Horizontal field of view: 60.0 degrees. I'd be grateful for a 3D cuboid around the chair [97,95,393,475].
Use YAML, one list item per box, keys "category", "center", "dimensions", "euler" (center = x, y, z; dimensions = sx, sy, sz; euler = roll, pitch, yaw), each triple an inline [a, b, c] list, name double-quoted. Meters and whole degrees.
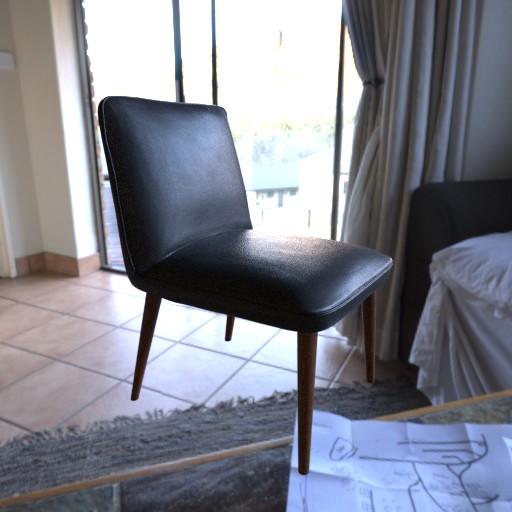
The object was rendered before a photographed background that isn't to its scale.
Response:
- category: "chair"
  center: [0.000, 0.000, 1.174]
  dimensions: [0.645, 0.801, 0.543]
  euler: [8, 17, 27]
